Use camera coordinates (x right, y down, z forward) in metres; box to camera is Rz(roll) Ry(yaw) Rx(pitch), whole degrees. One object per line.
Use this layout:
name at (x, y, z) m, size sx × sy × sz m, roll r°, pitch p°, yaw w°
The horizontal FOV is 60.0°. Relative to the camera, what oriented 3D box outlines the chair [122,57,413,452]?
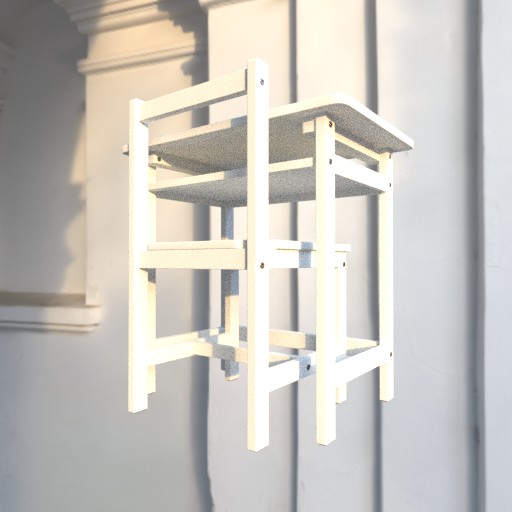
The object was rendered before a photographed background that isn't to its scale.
chair at (0.000, 0.000, 1.038) m, size 0.599 × 0.673 × 0.461 m, roll 0°, pitch -1°, yaw 37°
